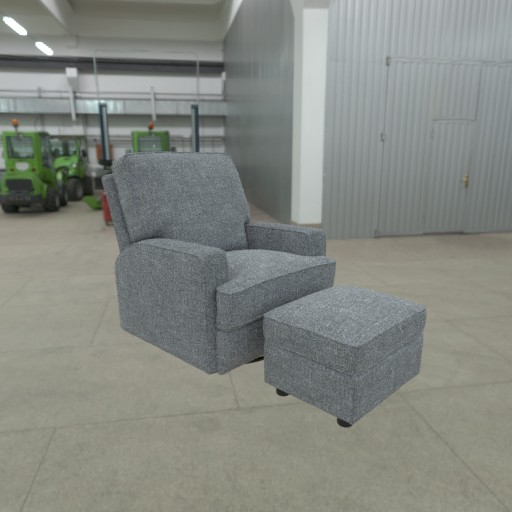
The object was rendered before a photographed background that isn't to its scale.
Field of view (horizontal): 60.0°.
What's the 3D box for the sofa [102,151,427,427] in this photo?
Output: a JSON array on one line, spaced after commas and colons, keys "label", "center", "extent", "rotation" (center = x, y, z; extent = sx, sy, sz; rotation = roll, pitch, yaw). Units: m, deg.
[{"label": "sofa", "center": [0.000, 0.000, 2.095], "extent": [1.472, 0.959, 0.861], "rotation": [13, 18, 43]}]
